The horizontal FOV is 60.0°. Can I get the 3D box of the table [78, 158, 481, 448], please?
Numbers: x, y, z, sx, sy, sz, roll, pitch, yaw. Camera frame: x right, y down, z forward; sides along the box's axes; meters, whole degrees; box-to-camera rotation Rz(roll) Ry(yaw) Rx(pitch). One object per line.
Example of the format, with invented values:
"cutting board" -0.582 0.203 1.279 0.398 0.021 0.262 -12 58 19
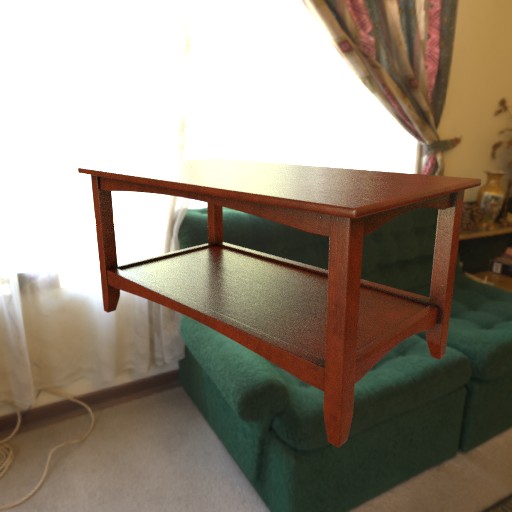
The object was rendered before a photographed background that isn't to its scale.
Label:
"table" 0.000 0.000 1.225 0.943 0.456 0.533 16 23 42
